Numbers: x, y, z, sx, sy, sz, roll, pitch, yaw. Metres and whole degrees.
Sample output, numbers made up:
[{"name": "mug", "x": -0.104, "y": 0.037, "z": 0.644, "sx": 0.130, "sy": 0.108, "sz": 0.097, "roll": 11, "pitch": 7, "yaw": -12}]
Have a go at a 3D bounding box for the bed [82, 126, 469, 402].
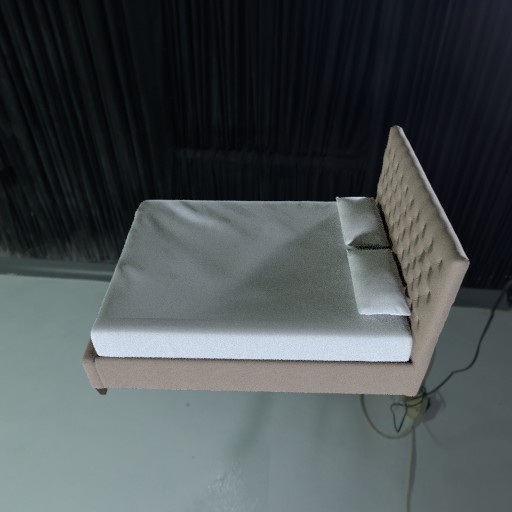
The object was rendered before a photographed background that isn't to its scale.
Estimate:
[{"name": "bed", "x": 0.000, "y": 0.000, "z": 3.481, "sx": 2.387, "sy": 1.427, "sz": 1.698, "roll": 1, "pitch": 41, "yaw": 1}]
